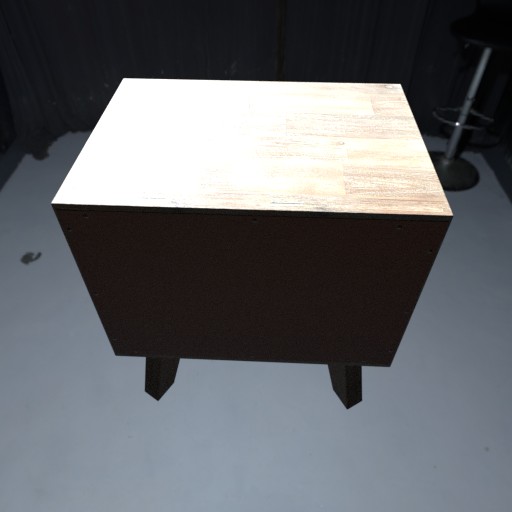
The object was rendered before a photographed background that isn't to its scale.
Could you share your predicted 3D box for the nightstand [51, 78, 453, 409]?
[{"bbox_3d":[0.000,0.000,0.954,0.552,0.589,0.396,2,46,2],"label":"nightstand"}]
